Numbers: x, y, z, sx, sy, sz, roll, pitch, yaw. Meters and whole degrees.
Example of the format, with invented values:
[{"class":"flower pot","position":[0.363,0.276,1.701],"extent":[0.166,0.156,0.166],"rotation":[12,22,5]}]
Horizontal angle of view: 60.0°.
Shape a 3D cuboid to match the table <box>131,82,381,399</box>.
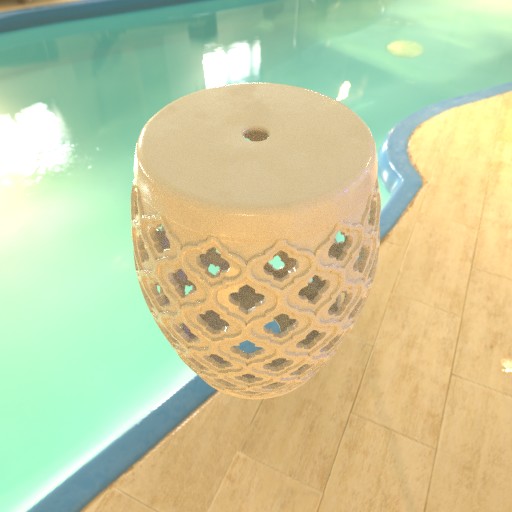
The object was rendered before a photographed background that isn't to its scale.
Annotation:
[{"class":"table","position":[0.000,0.000,0.625],"extent":[0.325,0.388,0.325],"rotation":[0,46,0]}]
